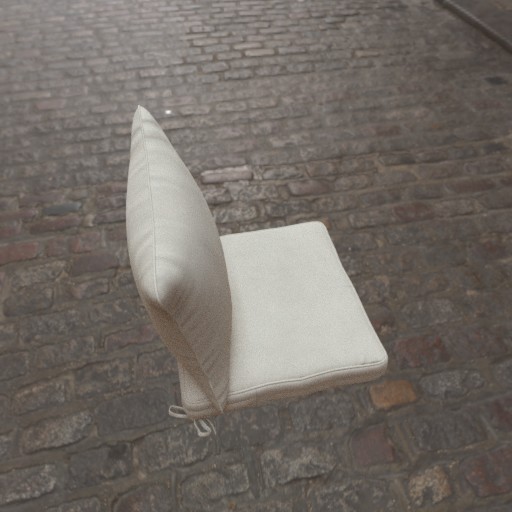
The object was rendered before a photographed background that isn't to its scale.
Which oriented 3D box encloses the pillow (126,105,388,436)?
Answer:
[{"bbox_3d":[0.000,0.000,1.404,0.733,0.716,0.798,-9,48,-9],"label":"pillow"}]
